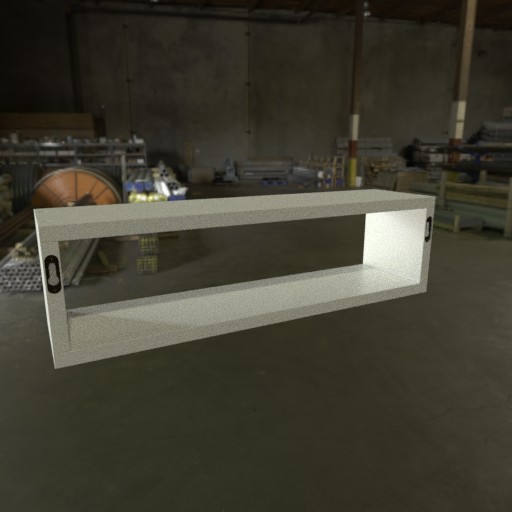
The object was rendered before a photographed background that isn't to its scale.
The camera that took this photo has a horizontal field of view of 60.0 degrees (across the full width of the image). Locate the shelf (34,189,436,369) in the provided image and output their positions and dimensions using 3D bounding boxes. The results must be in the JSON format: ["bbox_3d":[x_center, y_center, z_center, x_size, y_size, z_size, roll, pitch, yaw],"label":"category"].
[{"bbox_3d":[0.000,0.000,0.701,0.610,0.170,0.150,-7,16,-27],"label":"shelf"}]
